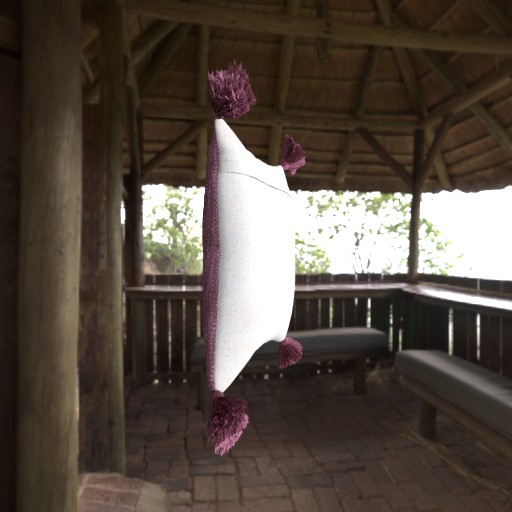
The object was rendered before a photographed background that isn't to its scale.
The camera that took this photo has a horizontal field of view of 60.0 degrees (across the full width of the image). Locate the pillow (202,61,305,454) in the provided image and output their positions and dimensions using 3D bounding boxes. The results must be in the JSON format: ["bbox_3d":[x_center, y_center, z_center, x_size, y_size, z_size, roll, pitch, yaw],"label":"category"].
[{"bbox_3d":[0.000,0.000,0.980,0.138,0.659,0.641,0,0,17],"label":"pillow"}]
